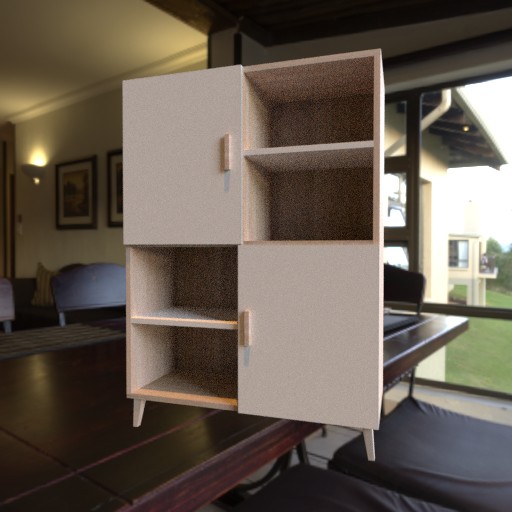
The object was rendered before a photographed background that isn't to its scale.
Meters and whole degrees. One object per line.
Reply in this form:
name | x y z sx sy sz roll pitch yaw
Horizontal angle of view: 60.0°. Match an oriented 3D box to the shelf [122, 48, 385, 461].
shelf | 0.000 0.000 1.823 0.995 1.405 0.434 0 1 18
